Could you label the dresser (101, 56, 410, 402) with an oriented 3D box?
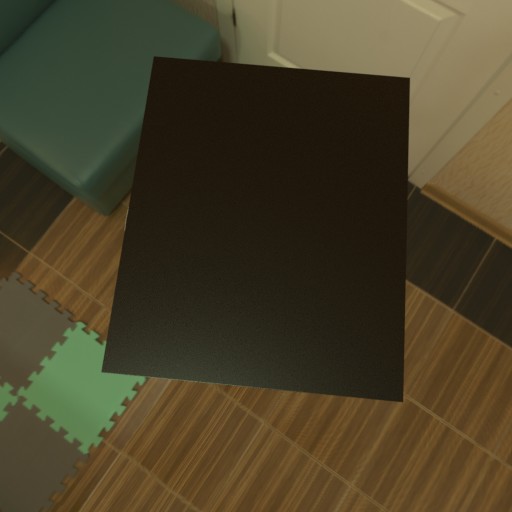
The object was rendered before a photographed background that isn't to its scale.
[{"bbox_3d":[0.000,0.000,0.759,0.360,0.470,0.400,5,77,1],"label":"dresser"}]
